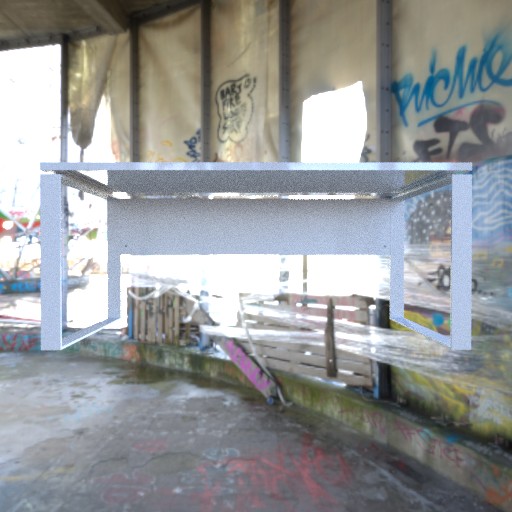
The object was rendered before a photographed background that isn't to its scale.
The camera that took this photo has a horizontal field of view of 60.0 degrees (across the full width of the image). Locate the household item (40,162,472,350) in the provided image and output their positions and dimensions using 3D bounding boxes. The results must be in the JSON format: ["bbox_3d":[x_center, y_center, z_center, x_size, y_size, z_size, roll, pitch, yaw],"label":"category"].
[{"bbox_3d":[0.000,0.000,2.148,1.700,0.745,0.800,0,1,0],"label":"household item"}]
